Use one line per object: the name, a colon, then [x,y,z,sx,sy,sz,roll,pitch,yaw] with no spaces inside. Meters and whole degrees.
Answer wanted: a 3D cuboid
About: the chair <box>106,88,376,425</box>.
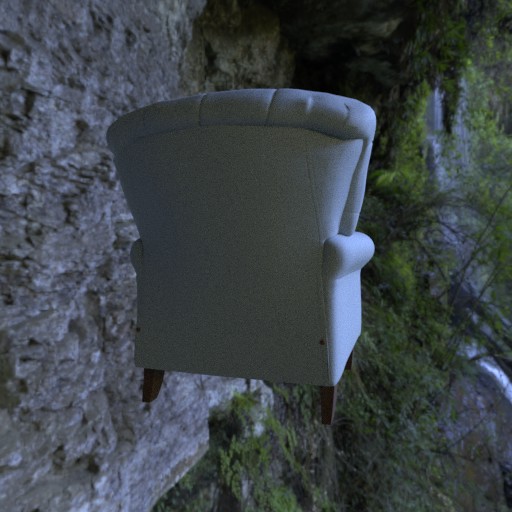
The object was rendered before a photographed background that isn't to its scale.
chair: [0.000,0.000,2.054,1.090,1.217,1.128,1,2,18]
